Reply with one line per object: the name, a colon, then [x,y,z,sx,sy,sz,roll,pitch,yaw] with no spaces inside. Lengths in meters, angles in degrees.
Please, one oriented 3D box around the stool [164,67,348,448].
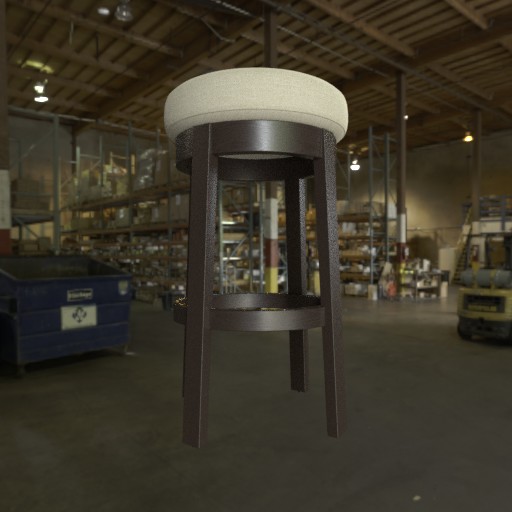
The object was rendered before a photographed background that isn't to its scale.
stool: [0.000,0.000,1.055,0.446,0.758,0.446,0,0,0]
